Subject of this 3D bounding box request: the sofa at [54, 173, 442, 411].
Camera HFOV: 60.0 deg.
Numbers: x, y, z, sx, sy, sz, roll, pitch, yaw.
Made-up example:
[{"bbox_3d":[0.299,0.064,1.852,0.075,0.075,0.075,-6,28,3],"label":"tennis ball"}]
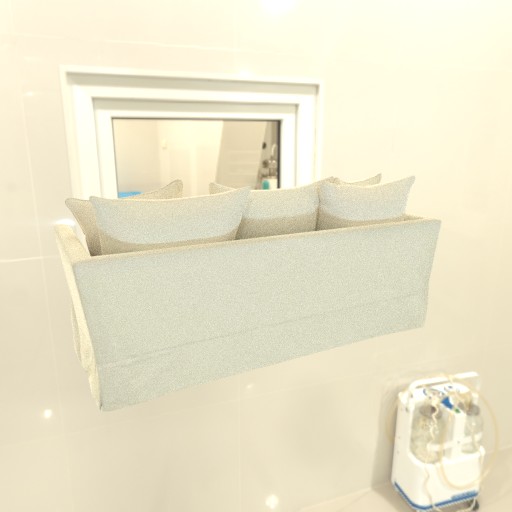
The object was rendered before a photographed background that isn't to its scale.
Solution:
[{"bbox_3d":[0.000,0.000,2.870,2.290,1.034,1.031,-8,16,-27],"label":"sofa"}]
